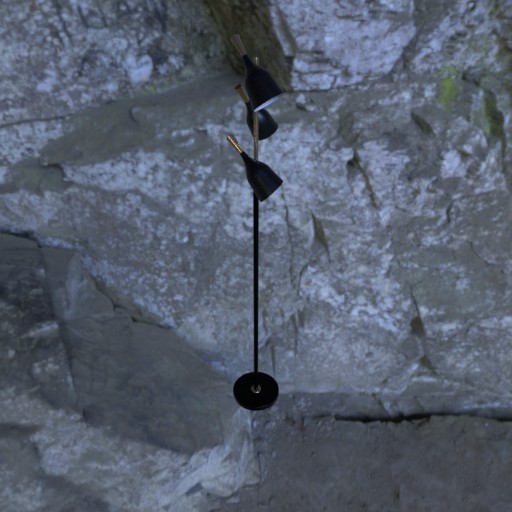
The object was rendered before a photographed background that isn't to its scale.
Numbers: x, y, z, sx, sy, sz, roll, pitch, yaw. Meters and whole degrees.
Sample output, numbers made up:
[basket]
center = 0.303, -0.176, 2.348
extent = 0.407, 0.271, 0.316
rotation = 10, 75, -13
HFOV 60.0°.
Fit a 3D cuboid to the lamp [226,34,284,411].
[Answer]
[lamp]
center = 0.000, 0.000, 1.973
extent = 0.253, 1.778, 0.434
rotation = 0, 32, 0
